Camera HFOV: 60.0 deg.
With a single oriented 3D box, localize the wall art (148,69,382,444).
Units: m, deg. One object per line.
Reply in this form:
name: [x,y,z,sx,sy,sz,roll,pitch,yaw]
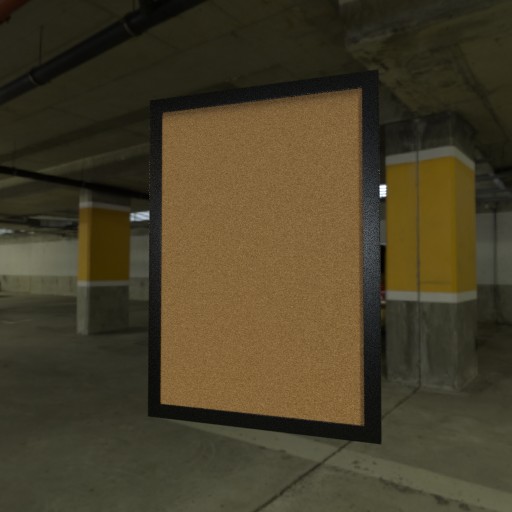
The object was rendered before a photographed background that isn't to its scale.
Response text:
wall art: [0.000,0.000,0.563,0.304,0.432,0.013,-1,-2,18]
